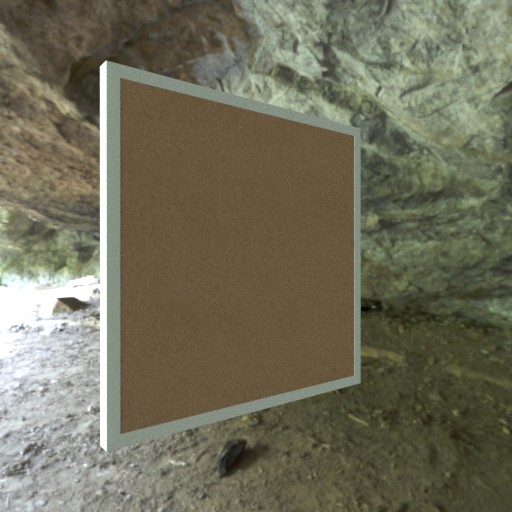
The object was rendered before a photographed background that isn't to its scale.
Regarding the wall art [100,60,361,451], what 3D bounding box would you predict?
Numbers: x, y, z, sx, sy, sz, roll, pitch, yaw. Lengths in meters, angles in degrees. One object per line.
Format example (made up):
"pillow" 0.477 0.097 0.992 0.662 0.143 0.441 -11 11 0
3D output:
"wall art" 0.000 0.000 1.106 0.760 0.760 0.036 0 0 -37
